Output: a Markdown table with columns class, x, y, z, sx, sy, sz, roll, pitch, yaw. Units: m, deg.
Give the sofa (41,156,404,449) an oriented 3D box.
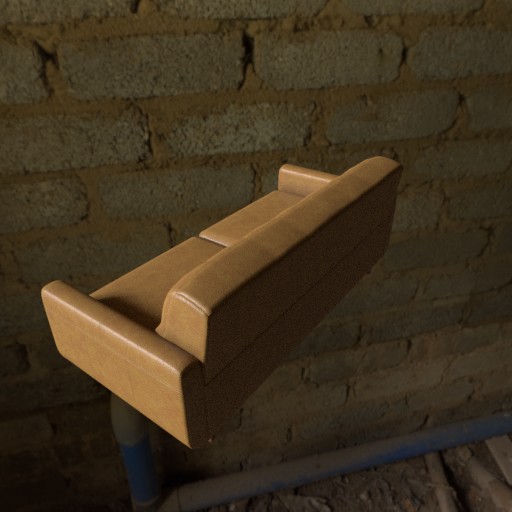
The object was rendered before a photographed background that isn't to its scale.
| class | x | y | z | sx | sy | sz | roll | pitch | yaw |
| --- | --- | --- | --- | --- | --- | --- | --- | --- | --- |
| sofa | 0.000 | 0.000 | 2.644 | 0.980 | 0.892 | 2.137 | 21 | 37 | 30 |
